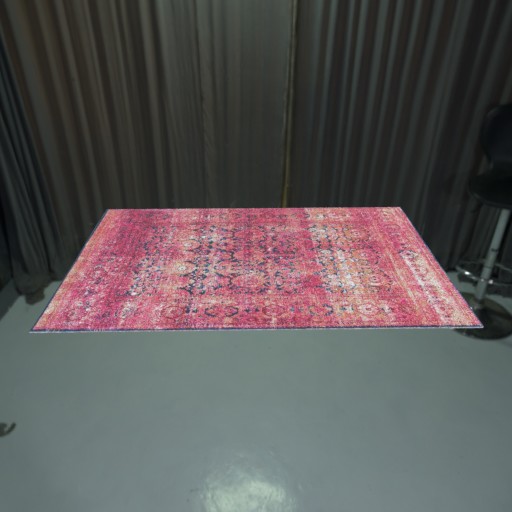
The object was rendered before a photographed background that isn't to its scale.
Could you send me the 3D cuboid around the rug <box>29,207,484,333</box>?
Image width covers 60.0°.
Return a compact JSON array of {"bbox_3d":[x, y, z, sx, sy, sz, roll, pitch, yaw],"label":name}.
[{"bbox_3d":[0.000,0.000,3.026,2.449,0.018,1.539,-1,31,-1],"label":"rug"}]
